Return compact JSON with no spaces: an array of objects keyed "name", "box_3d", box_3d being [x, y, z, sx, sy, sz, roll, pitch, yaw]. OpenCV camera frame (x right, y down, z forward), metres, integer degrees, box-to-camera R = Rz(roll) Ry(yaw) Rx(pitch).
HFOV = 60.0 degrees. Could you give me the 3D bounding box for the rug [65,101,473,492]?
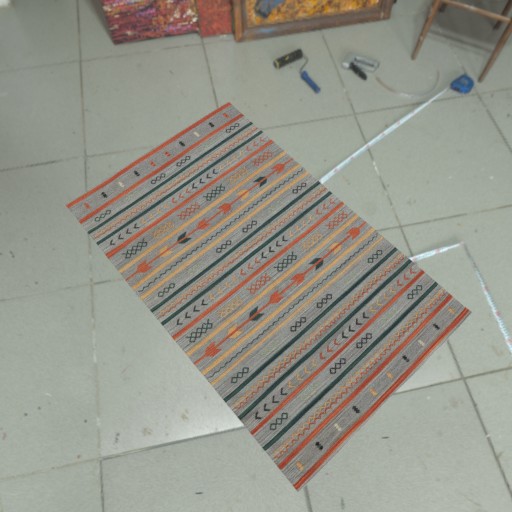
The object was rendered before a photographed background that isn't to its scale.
[{"name":"rug","box_3d":[0.000,0.000,3.008,1.537,0.029,2.439,-38,69,-17]}]
